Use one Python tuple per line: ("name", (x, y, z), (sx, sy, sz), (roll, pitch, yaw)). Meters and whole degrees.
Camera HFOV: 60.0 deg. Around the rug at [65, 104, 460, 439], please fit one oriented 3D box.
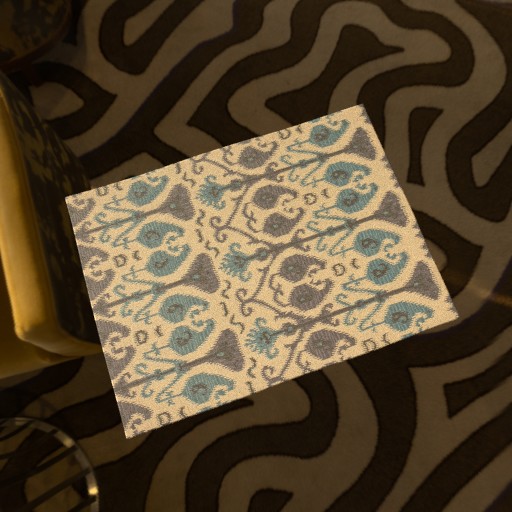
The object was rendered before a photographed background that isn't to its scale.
("rug", (0.000, 0.000, 2.996), (2.261, 0.013, 1.676), (-19, 77, -5))
